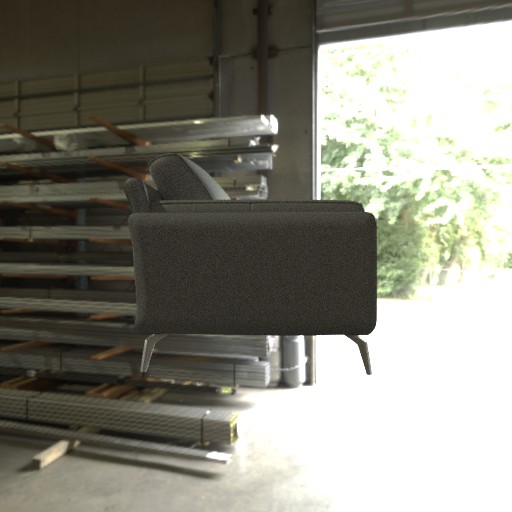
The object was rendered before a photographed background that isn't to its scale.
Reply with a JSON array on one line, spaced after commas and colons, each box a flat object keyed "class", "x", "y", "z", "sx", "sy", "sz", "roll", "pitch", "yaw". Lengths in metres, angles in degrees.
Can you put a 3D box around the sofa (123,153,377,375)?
[{"class": "sofa", "x": 0.000, "y": 0.000, "z": 2.669, "sx": 0.969, "sy": 0.900, "sz": 2.100, "roll": 0, "pitch": -1, "yaw": 2}]
